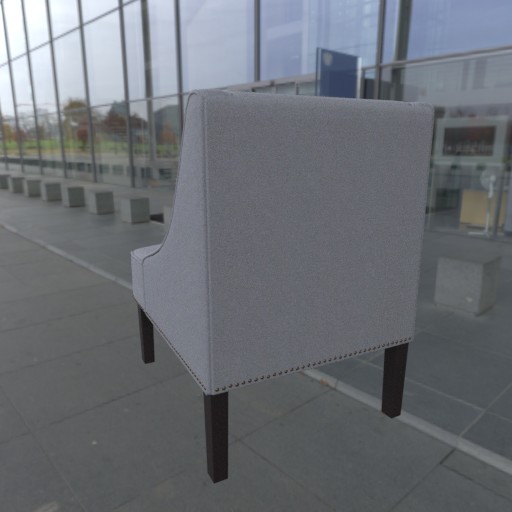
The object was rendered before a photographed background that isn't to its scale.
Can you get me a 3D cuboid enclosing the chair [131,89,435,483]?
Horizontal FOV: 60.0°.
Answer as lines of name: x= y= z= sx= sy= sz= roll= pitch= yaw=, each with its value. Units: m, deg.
chair: x=0.000 y=0.000 z=1.362 sx=0.631 sy=0.867 sz=0.747 roll=-7 pitch=16 yaw=-27
